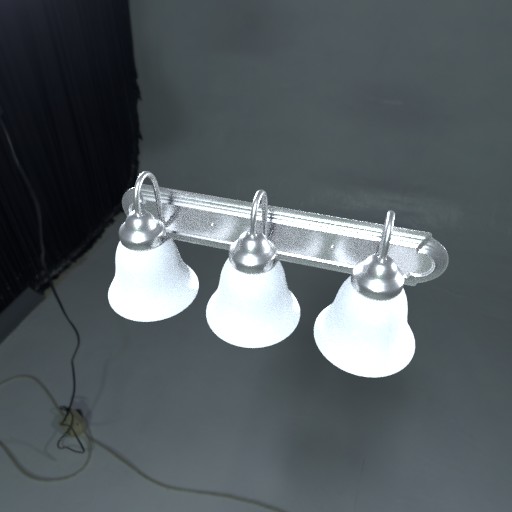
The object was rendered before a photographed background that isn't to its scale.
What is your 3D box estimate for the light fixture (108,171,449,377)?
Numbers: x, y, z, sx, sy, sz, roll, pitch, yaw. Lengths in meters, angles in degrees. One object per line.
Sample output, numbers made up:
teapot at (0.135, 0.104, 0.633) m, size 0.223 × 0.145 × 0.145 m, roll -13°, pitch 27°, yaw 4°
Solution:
light fixture at (0.000, 0.000, 0.719) m, size 0.610 × 0.222 × 0.199 m, roll 11°, pitch 42°, yaw 13°
